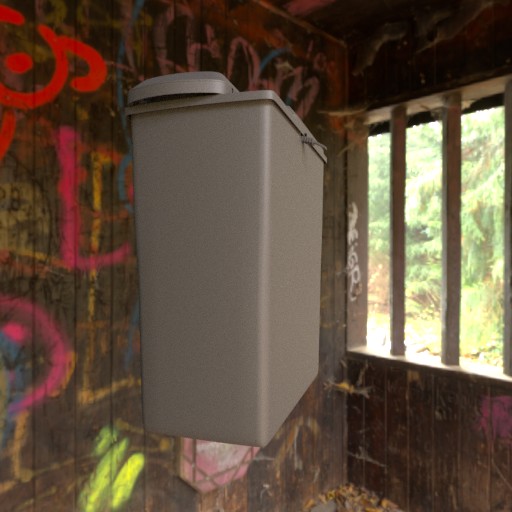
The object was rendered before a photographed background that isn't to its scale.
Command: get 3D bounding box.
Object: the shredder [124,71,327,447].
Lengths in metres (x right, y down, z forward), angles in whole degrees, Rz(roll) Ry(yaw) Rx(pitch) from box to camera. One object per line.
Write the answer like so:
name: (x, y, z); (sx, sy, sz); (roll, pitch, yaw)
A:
shredder: (0.000, 0.000, 0.523); (0.170, 0.335, 0.320); (0, 0, 18)
